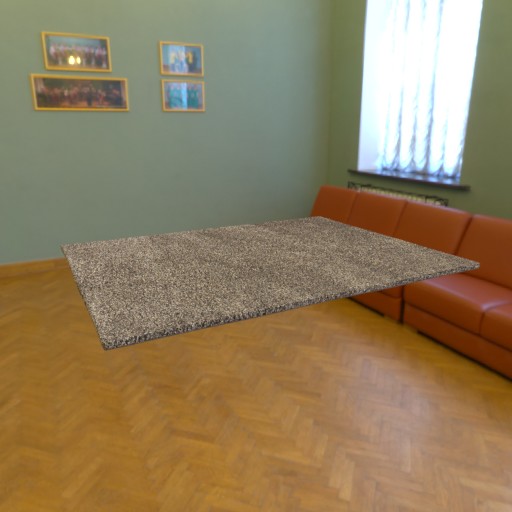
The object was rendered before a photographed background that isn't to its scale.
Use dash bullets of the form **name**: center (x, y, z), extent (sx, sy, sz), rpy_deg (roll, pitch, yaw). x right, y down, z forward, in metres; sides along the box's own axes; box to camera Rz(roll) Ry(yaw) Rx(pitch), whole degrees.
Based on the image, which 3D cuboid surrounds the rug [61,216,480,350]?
- **rug**: center (0.000, 0.000, 2.096), extent (1.601, 0.025, 1.198), rpy_deg (-9, 18, -27)
